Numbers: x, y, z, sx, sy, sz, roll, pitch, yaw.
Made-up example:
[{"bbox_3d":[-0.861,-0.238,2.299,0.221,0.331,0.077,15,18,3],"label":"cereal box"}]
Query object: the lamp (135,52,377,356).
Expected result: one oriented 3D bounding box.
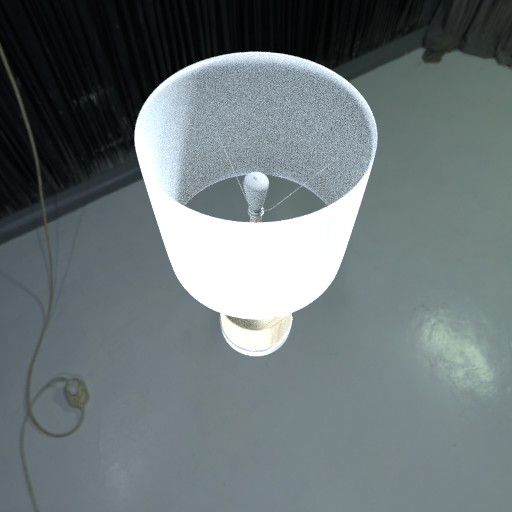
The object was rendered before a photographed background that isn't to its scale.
[{"bbox_3d":[0.000,0.000,0.617,0.229,0.470,0.229,-32,63,-18],"label":"lamp"}]
